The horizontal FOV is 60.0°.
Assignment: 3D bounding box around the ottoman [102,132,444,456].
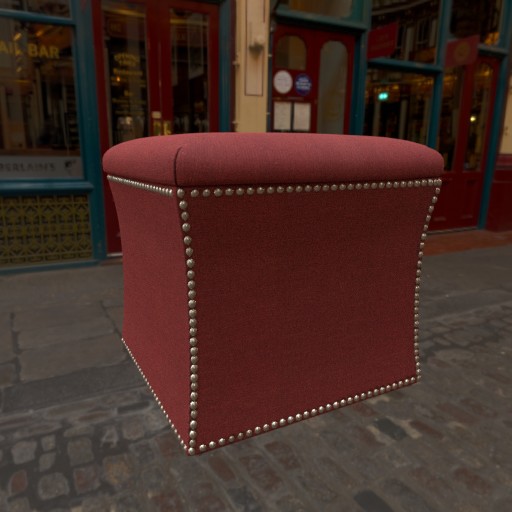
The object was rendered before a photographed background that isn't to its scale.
[{"bbox_3d":[0.000,0.000,0.897,0.507,0.475,0.497,-7,15,-27],"label":"ottoman"}]
